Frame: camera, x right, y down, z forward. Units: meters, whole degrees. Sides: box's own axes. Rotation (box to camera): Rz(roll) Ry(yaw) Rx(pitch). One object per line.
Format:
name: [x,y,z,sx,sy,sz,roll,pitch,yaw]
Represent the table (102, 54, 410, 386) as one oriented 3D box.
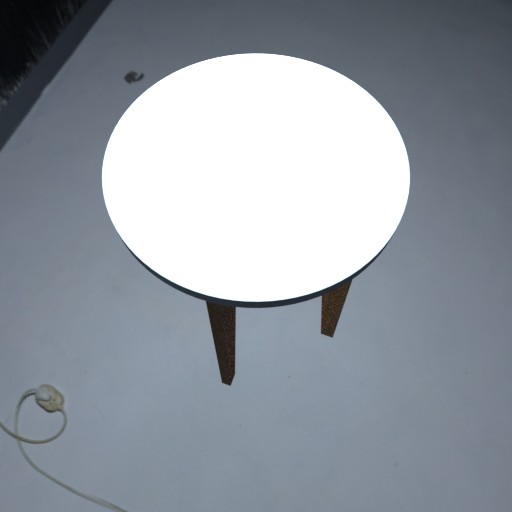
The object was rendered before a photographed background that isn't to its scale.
table: [0.000,0.000,0.733,0.350,0.500,0.350,0,63,0]
